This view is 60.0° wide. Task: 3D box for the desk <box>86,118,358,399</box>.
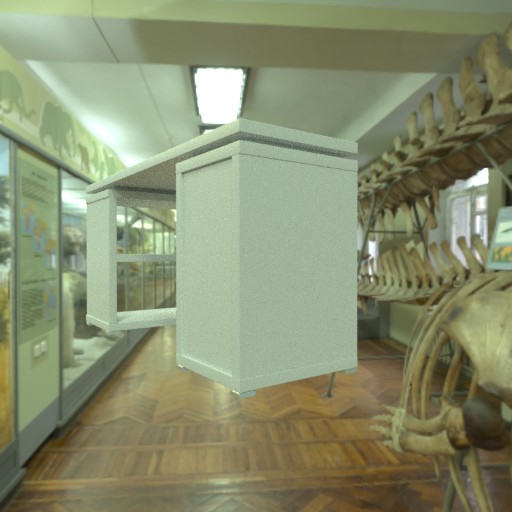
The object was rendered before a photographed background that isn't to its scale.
[{"bbox_3d":[0.000,0.000,2.154,1.200,0.753,1.524,0,1,-36],"label":"desk"}]
